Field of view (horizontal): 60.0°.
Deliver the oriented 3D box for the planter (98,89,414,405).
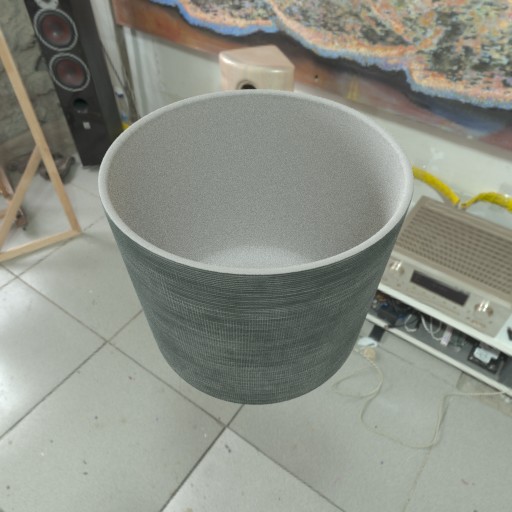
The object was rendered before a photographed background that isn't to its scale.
[{"bbox_3d":[0.000,0.000,0.777,0.440,0.398,0.440,0,46,0],"label":"planter"}]
